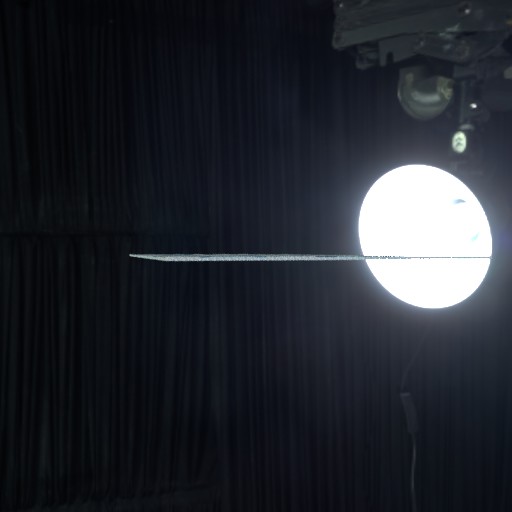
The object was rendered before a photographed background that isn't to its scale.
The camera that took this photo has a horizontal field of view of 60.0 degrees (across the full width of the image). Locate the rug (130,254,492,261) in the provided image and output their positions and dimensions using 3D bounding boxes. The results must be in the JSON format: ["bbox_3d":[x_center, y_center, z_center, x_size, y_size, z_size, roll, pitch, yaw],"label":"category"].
[{"bbox_3d":[0.000,0.000,2.991,1.518,0.015,2.438,0,0,-19],"label":"rug"}]
